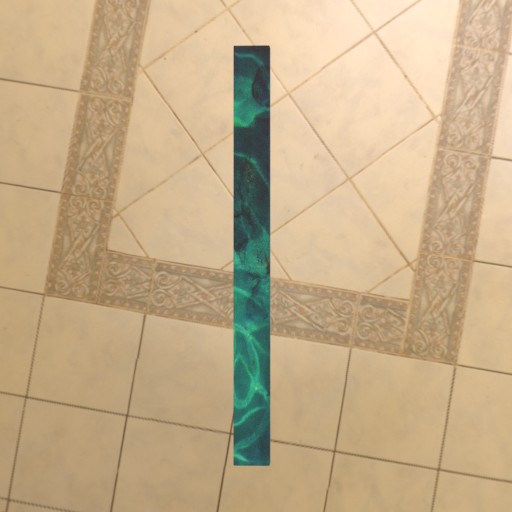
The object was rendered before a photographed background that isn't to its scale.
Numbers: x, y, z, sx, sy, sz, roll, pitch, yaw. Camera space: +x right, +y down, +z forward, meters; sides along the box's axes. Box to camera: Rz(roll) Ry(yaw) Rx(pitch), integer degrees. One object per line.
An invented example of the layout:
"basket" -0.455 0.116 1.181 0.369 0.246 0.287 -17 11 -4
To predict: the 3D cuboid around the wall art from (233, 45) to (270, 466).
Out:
"wall art" 0.000 0.000 0.709 0.038 0.508 0.432 0 90 1
